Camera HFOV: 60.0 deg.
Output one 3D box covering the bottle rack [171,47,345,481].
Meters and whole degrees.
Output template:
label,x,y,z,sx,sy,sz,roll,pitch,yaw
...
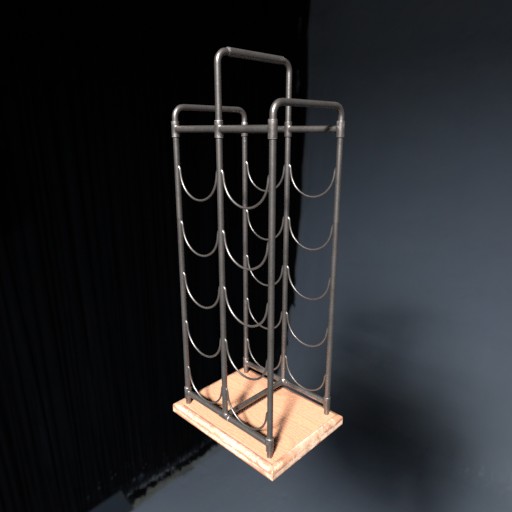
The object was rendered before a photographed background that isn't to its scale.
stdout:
label,x,y,z,sx,sy,sz,roll,pitch,yaw
bottle rack,0.000,0.000,0.804,0.276,0.680,0.208,15,22,42
